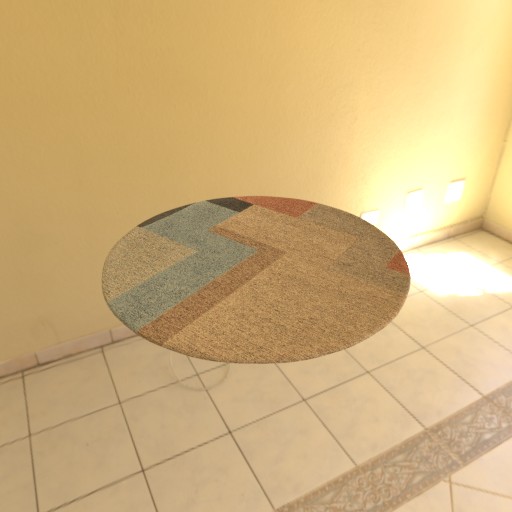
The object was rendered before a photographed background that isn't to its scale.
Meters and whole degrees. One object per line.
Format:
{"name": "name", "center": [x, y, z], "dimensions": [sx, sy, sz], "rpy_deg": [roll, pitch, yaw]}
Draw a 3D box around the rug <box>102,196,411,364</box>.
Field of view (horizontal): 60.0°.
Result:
{"name": "rug", "center": [0.000, 0.000, 3.667], "dimensions": [2.461, 0.033, 2.461], "rpy_deg": [0, 31, 0]}
